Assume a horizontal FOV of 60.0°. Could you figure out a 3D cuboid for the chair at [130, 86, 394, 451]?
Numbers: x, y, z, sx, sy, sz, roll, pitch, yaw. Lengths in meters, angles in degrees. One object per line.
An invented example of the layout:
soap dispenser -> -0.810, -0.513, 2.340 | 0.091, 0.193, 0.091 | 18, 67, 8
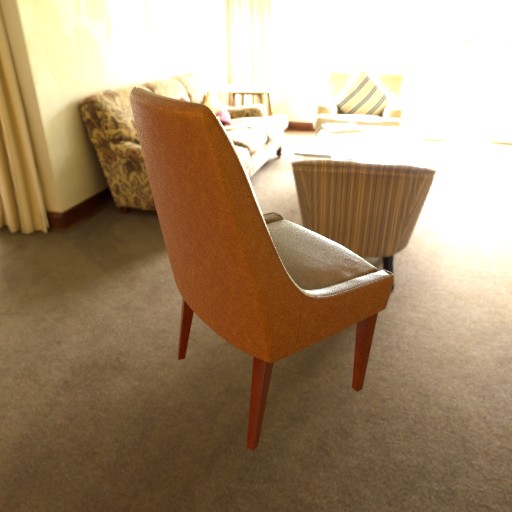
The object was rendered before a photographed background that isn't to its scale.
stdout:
chair -> 0.000, 0.000, 1.196 | 0.544, 0.861, 0.529 | -17, 32, -30
